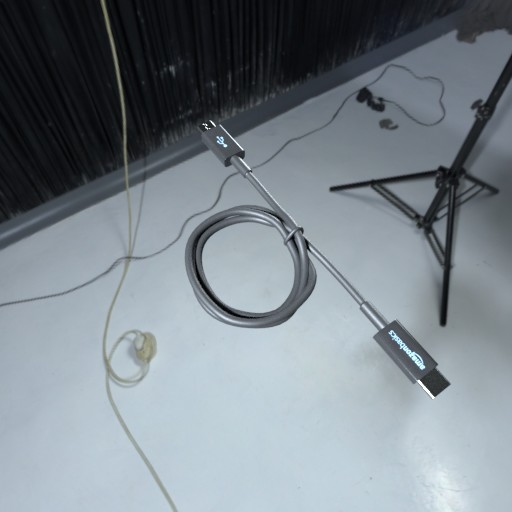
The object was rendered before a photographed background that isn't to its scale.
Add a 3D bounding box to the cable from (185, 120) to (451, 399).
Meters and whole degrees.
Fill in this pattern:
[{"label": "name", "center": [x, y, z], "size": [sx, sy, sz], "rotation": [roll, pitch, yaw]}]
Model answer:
[{"label": "cable", "center": [0.000, 0.000, 0.214], "size": [0.070, 0.014, 0.192], "rotation": [-30, 63, -17]}]
